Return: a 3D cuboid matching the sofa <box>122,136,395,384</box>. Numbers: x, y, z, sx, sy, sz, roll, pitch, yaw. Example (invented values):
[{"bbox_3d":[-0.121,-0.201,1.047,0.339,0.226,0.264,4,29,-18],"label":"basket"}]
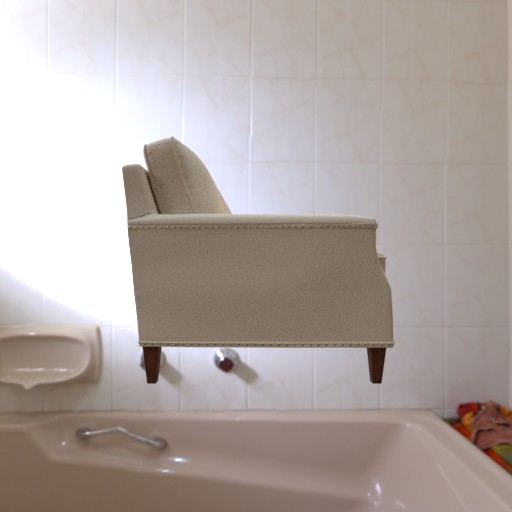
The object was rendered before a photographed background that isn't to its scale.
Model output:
[{"bbox_3d":[0.000,0.000,2.807,1.084,1.003,2.246,0,0,0],"label":"sofa"}]
